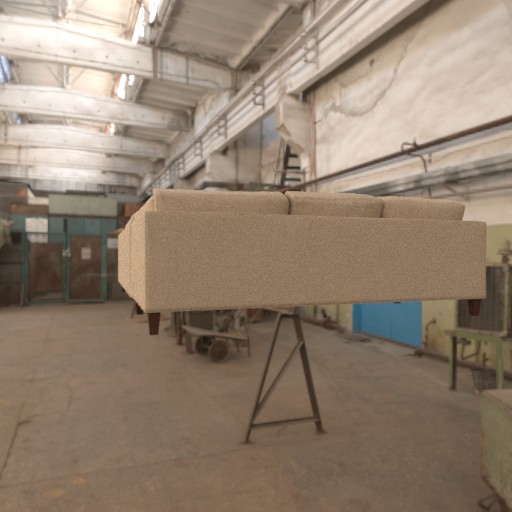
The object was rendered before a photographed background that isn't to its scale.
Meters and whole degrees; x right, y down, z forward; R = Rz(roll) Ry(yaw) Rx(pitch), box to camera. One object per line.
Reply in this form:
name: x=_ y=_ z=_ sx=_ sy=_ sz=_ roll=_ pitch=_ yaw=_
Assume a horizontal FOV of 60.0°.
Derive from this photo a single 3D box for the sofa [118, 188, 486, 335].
sofa: x=0.000 y=0.000 z=4.286 sx=2.432 sy=0.863 sz=3.182 roll=0 pitch=0 yaw=-20
